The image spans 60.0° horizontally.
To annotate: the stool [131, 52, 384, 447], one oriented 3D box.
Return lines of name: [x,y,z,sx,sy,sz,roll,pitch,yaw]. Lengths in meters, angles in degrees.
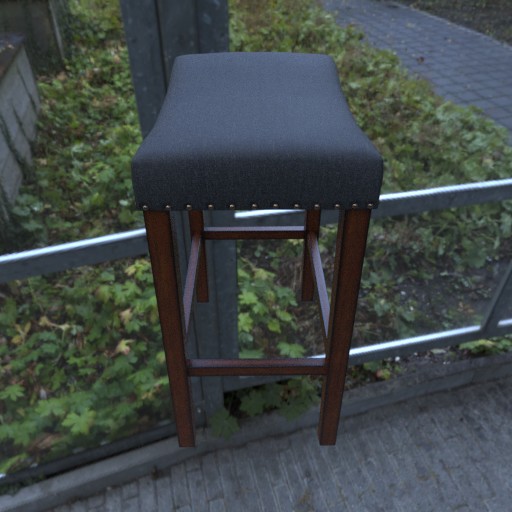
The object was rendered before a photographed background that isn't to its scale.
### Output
stool: [0.000,0.000,0.992,0.366,0.748,0.502,0,40,-1]
